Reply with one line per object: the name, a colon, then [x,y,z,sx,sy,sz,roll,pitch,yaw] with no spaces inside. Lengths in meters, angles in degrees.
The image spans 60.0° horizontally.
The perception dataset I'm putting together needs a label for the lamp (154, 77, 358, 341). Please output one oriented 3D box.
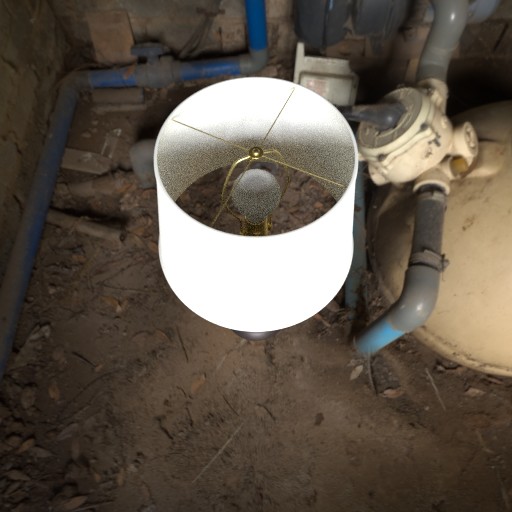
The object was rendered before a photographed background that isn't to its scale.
lamp: [0.000,0.000,0.833,0.335,0.611,0.335,0,64,0]
